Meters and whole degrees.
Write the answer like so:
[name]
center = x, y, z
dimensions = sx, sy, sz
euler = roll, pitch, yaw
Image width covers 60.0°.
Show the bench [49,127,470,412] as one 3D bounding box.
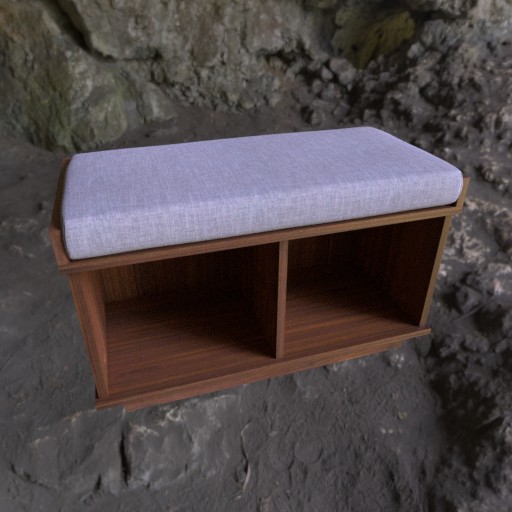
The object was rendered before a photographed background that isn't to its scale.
[bench]
center = 0.000, 0.000, 0.977
dimensions = 0.734, 0.461, 0.362
euler = -9, 32, -15
